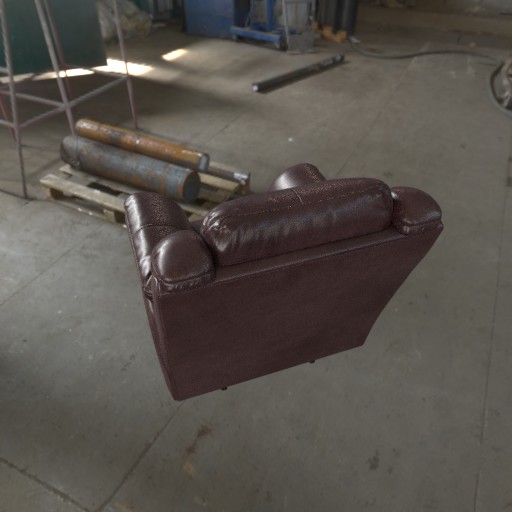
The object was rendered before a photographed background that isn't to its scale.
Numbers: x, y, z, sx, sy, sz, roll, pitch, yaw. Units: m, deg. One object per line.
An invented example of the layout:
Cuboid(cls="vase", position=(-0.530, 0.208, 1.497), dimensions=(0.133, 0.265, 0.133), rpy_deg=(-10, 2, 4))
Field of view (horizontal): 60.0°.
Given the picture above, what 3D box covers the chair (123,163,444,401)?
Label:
Cuboid(cls="chair", position=(0.000, 0.000, 1.896), dimensions=(0.990, 1.093, 1.041), rpy_deg=(-13, 42, -15))
